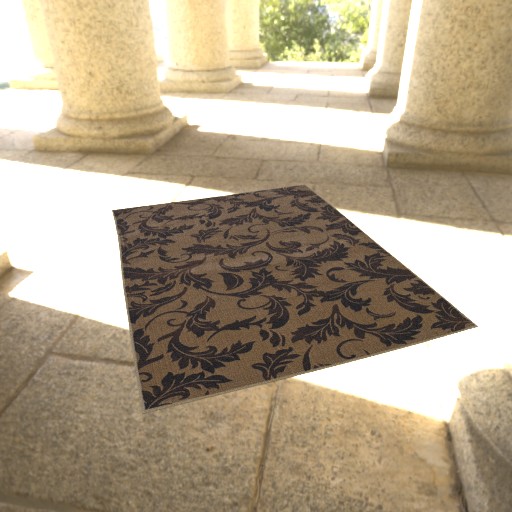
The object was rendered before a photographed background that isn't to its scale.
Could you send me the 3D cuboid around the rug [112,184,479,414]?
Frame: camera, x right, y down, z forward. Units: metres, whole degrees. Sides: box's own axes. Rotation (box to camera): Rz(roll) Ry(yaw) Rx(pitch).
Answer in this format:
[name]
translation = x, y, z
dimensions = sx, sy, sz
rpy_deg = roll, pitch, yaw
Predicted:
[rug]
translation = 0.000, 0.000, 4.041
dimensions = 2.380, 0.008, 2.977
rpy_deg = -10, 32, -16
